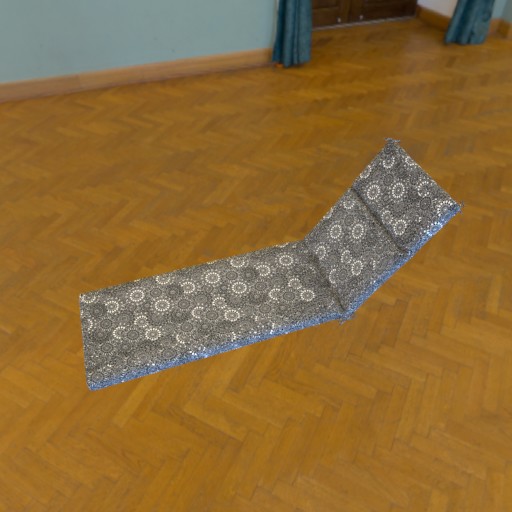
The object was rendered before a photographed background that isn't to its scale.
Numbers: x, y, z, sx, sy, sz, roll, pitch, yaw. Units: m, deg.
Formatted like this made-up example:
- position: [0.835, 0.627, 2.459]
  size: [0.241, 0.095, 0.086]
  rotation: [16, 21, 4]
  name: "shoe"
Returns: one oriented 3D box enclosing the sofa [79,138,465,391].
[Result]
- position: [0.000, 0.000, 2.006]
  size: [1.663, 0.622, 0.582]
  rotation: [-14, 48, -13]
  name: "sofa"
